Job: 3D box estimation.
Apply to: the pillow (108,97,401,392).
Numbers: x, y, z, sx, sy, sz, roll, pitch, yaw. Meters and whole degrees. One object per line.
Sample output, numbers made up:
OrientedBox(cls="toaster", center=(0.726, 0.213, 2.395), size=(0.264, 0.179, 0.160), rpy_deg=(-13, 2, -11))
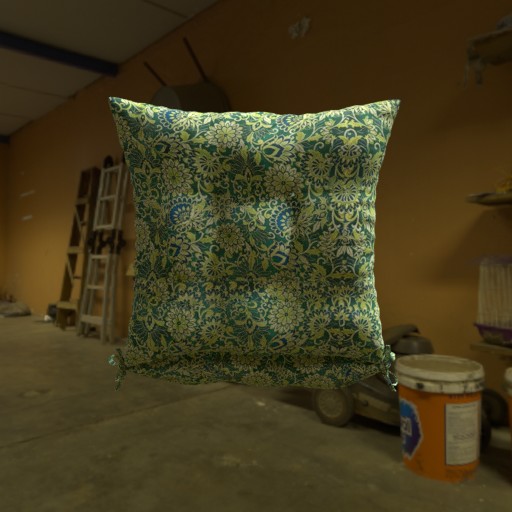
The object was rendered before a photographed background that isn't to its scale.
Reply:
OrientedBox(cls="pillow", center=(0.000, 0.000, 1.000), size=(0.541, 0.536, 0.585), rpy_deg=(0, -1, 0))
